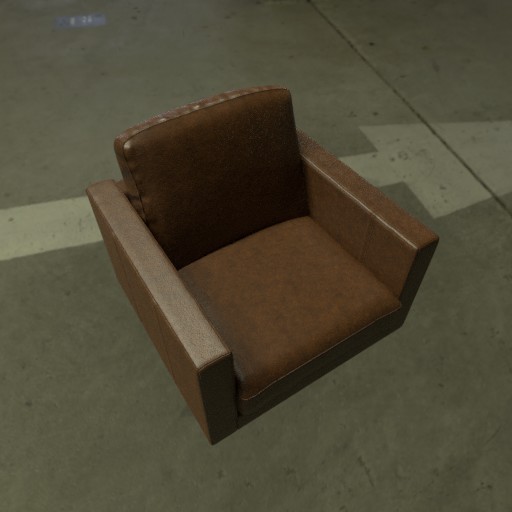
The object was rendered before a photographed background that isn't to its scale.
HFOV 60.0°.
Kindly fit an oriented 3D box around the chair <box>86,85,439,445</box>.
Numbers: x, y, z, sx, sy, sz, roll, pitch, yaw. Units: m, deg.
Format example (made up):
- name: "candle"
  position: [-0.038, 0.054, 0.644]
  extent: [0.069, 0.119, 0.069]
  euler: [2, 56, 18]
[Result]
- name: "chair"
  position: [0.000, 0.000, 1.653]
  extent: [0.890, 0.956, 0.909]
  euler: [-25, 52, -21]
